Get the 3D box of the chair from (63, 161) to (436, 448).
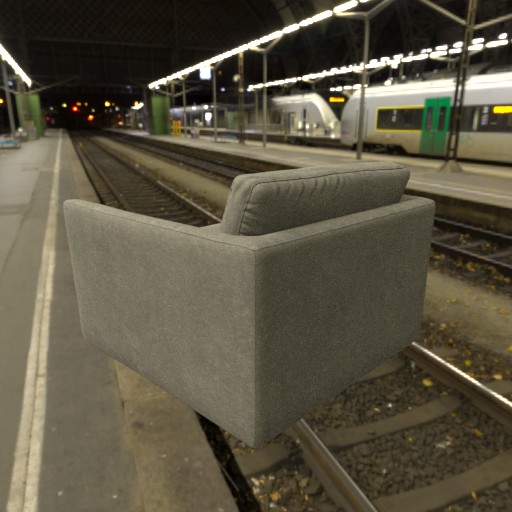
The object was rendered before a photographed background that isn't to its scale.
[{"bbox_3d":[0.000,0.000,1.905,1.190,0.845,1.091,-16,23,-42],"label":"chair"}]
